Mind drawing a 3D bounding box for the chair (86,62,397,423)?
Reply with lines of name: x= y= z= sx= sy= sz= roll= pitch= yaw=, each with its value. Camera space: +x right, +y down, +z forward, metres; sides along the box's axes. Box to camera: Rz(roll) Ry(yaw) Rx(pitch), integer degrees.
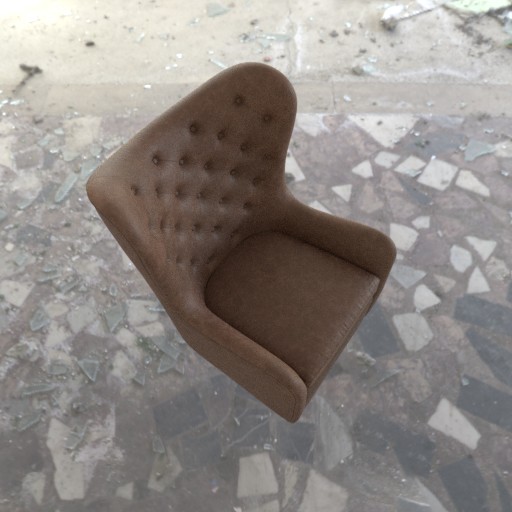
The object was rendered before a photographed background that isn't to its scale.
chair: x=0.000 y=0.000 z=1.777 sx=0.930 sy=1.079 sz=0.831 roll=32 pitch=63 yaw=19
